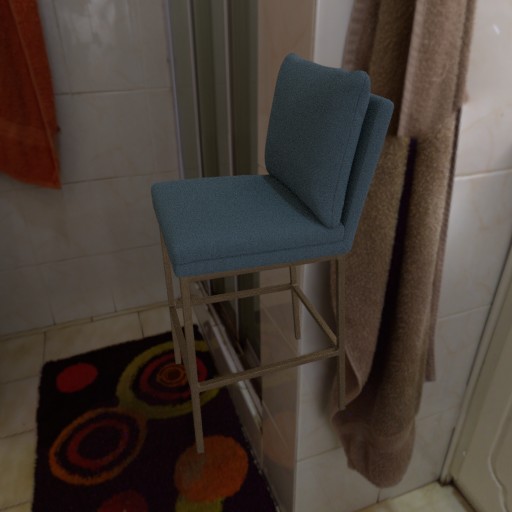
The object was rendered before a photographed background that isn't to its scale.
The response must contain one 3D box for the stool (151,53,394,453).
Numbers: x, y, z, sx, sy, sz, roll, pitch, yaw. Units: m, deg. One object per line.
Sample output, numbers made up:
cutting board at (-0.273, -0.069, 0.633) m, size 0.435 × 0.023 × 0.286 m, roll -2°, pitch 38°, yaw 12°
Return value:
stool at (0.000, 0.000, 1.397) m, size 0.568 × 1.124 × 0.463 m, roll -9°, pitch 31°, yaw -16°
